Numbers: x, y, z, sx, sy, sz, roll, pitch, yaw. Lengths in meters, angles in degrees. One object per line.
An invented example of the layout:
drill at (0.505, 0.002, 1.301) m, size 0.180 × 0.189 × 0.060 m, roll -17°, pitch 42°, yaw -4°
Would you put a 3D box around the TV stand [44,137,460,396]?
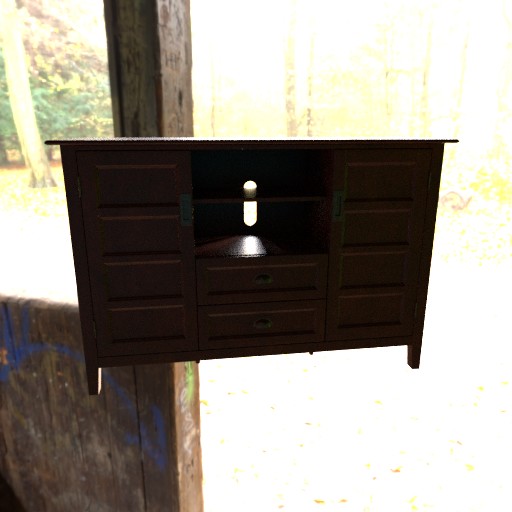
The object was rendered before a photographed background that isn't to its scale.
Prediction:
TV stand at (0.000, 0.000, 1.782) m, size 1.372 × 0.915 × 0.445 m, roll -2°, pitch 16°, yaw -8°
